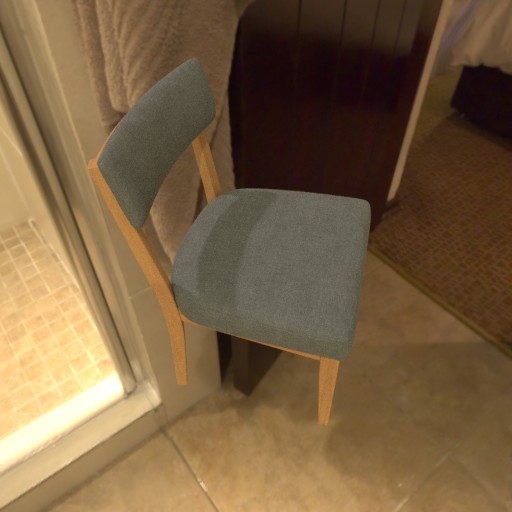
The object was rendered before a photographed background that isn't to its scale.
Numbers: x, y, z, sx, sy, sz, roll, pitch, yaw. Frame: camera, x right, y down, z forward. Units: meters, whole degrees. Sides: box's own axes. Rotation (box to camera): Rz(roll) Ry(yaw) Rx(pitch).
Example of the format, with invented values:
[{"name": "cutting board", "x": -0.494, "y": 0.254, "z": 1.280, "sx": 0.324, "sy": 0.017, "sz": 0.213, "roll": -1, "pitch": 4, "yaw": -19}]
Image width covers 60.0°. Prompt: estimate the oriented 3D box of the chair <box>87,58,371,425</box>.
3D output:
[{"name": "chair", "x": 0.000, "y": 0.000, "z": 1.198, "sx": 0.572, "sy": 0.832, "sz": 0.508, "roll": 11, "pitch": 47, "yaw": 10}]
